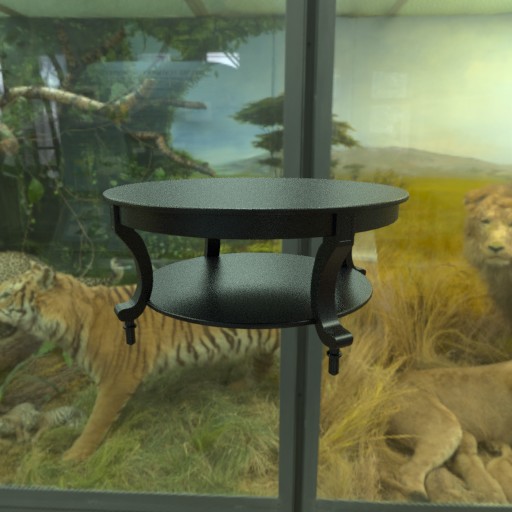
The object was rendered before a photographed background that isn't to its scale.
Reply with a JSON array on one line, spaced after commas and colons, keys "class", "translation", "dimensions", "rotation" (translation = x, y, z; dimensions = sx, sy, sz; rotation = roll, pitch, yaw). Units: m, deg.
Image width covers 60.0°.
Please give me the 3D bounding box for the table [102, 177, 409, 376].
[{"class": "table", "translation": [0.000, 0.000, 1.618], "dimensions": [1.029, 0.491, 1.029], "rotation": [0, 14, 0]}]
